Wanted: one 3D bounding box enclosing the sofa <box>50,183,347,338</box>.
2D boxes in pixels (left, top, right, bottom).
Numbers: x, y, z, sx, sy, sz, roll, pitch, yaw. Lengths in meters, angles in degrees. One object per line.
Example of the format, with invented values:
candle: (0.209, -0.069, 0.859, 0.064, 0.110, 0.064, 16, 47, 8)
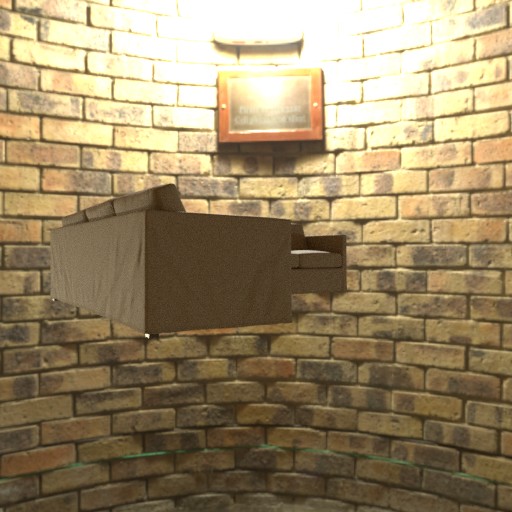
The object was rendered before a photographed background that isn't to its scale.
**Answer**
sofa: (0.000, 0.000, 4.230, 3.182, 0.871, 2.432, 0, 0, -36)
